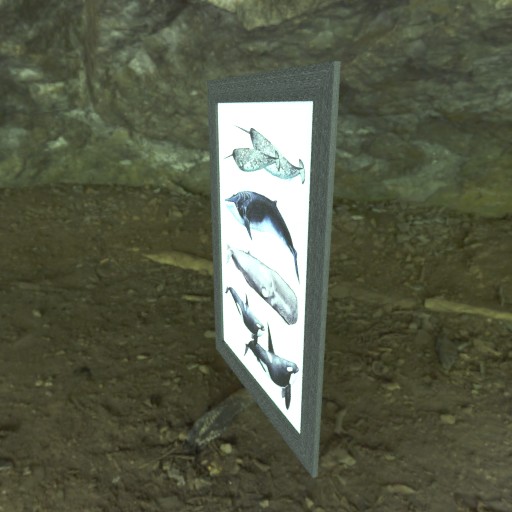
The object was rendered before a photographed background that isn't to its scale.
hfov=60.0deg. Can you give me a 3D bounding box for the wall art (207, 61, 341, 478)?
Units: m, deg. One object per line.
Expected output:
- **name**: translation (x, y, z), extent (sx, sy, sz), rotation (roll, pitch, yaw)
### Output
- **wall art**: translation (0.000, 0.000, 1.463), extent (0.016, 1.116, 0.810), rotation (-9, 20, -24)
